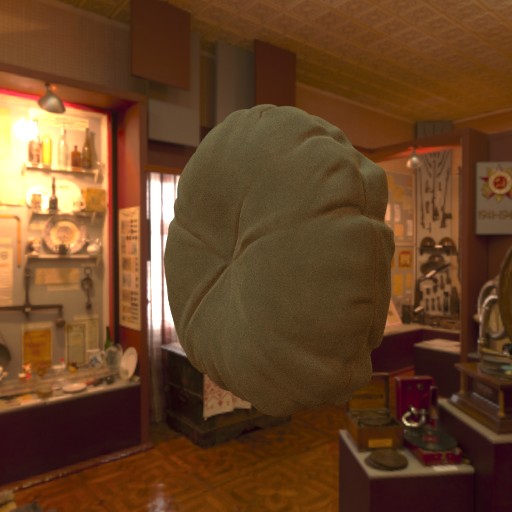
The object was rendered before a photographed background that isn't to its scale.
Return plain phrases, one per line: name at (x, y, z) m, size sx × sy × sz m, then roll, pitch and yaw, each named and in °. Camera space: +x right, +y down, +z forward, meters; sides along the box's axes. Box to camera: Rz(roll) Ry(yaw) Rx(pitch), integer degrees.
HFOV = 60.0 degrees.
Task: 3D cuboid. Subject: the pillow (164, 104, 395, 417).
pillow at (0.000, 0.000, 0.627) m, size 0.148 × 0.407 × 0.428 m, roll 0°, pitch 1°, yaw -38°
